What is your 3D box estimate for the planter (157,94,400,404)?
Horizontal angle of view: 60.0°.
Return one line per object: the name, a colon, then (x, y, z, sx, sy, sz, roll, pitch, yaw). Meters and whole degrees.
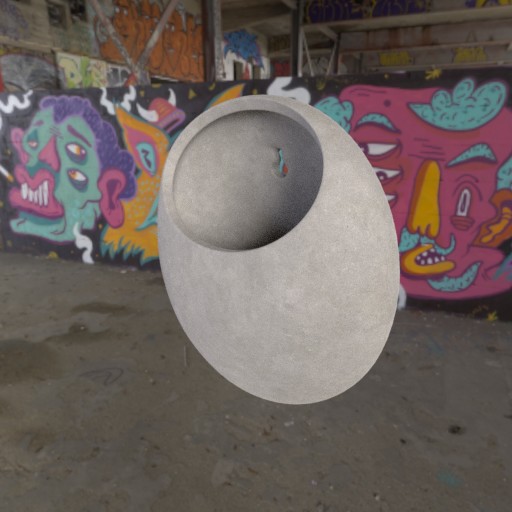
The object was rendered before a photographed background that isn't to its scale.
planter: (0.000, 0.000, 0.274, 0.185, 0.188, 0.071, 14, 20, 41)
